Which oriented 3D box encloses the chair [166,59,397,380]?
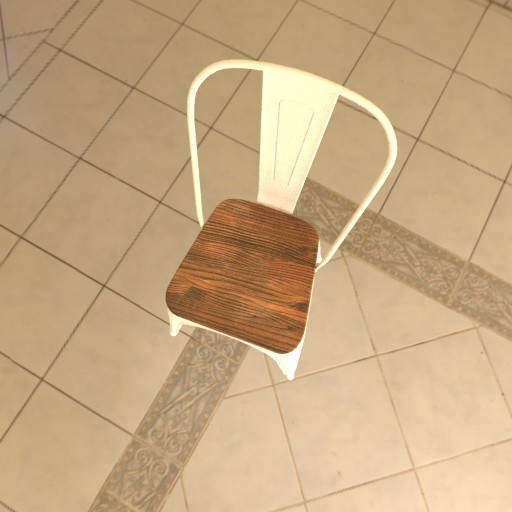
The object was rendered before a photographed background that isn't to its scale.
[{"bbox_3d":[0.000,0.000,1.174,0.452,0.851,0.521,19,75,5],"label":"chair"}]
